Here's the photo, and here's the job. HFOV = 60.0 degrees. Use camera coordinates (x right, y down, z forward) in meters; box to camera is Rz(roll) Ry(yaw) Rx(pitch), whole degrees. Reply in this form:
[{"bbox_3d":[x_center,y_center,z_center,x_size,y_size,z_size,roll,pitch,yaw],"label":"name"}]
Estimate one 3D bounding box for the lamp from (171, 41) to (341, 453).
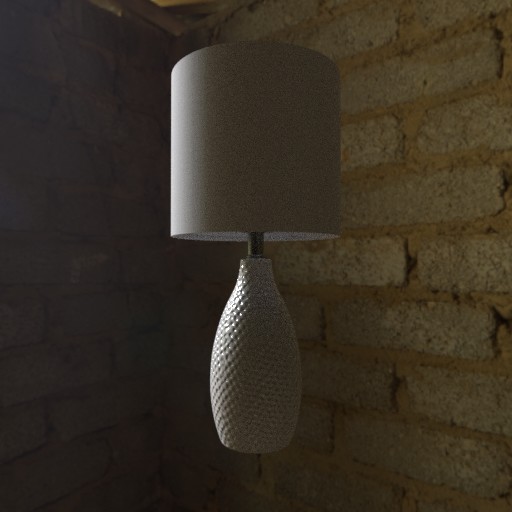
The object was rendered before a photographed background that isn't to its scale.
[{"bbox_3d":[0.000,0.000,0.570,0.214,0.466,0.214,0,-1,-1],"label":"lamp"}]
